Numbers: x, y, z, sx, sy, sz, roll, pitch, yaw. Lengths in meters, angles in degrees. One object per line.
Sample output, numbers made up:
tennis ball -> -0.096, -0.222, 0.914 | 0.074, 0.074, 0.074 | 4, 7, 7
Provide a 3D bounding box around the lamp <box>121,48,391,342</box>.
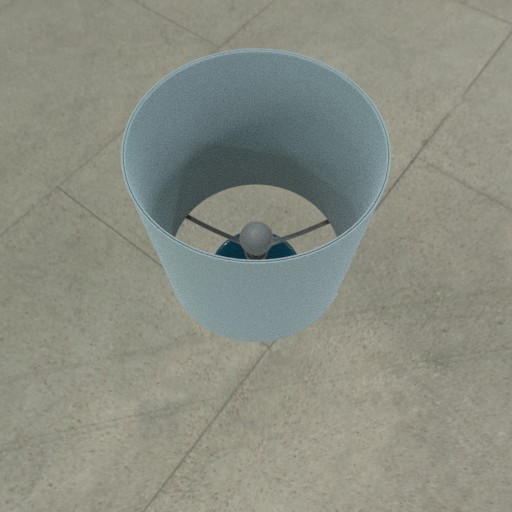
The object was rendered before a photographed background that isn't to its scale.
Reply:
lamp -> 0.000, 0.000, 0.488 | 0.193, 0.377, 0.193 | 2, 64, 1
